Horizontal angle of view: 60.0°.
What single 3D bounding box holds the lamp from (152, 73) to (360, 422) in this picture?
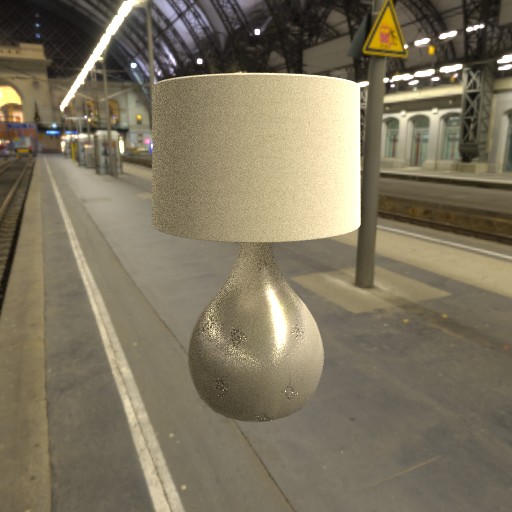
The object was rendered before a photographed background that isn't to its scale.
[{"bbox_3d":[0.000,0.000,0.734,0.330,0.521,0.330,0,14,0],"label":"lamp"}]
